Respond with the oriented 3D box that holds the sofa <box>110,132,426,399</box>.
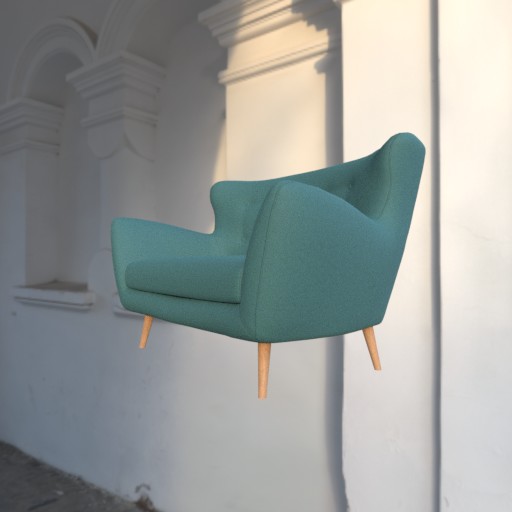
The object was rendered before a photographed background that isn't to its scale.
[{"bbox_3d":[0.000,0.000,1.969,0.889,0.889,1.397,0,-1,-36],"label":"sofa"}]
